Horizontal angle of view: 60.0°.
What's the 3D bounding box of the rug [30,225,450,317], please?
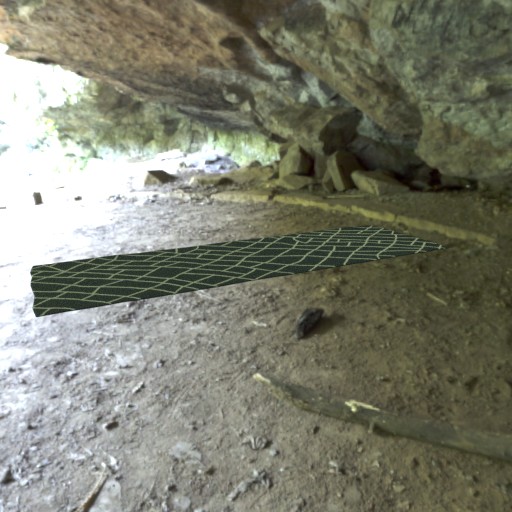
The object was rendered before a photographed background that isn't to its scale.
[{"bbox_3d":[0.000,0.000,2.709,2.476,0.010,0.807,-8,18,-26],"label":"rug"}]
